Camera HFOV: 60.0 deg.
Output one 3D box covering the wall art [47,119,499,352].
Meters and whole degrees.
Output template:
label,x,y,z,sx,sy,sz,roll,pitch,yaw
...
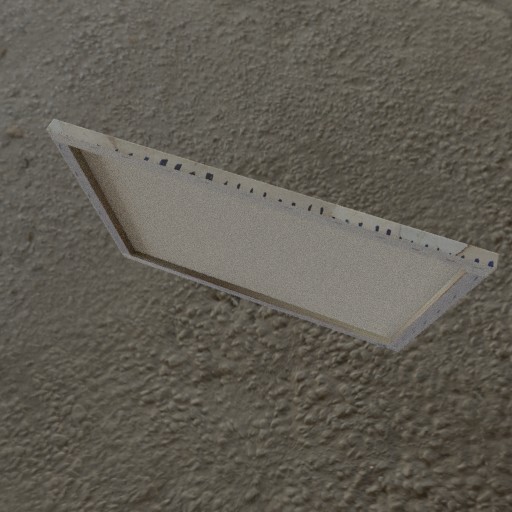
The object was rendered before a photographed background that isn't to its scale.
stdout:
label,x,y,z,sx,sy,sz,roll,pitch,yaw
wall art,0.000,0.000,1.407,1.143,0.757,0.038,18,65,9
